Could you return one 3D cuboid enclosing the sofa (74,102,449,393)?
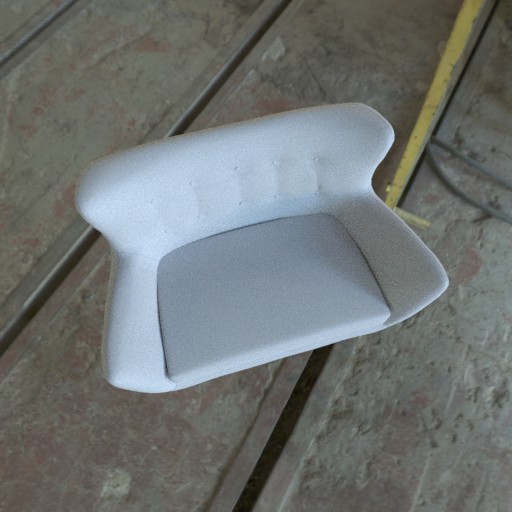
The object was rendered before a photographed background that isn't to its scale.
[{"bbox_3d":[0.000,0.000,2.055,1.424,0.878,0.921,-15,64,-7],"label":"sofa"}]
